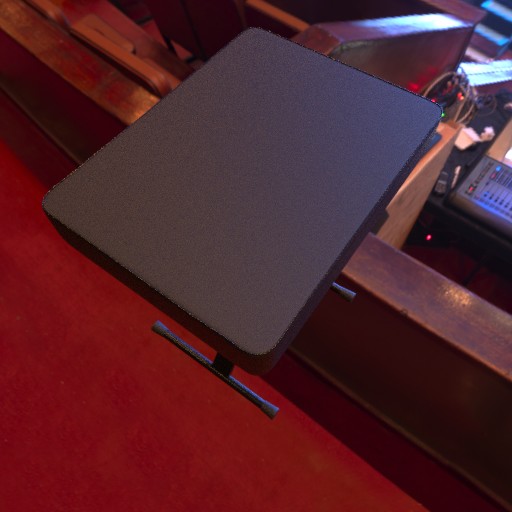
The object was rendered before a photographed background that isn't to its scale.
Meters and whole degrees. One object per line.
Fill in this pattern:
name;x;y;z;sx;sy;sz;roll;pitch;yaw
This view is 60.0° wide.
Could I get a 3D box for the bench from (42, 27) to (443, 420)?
bench;0.000;0.000;0.757;0.321;0.500;0.424;32;64;17
